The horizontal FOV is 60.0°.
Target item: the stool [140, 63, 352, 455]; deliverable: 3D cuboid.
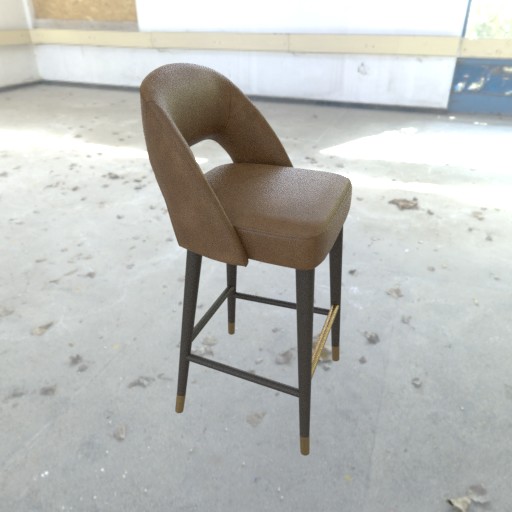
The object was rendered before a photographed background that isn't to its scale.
[{"bbox_3d":[0.000,0.000,1.323,0.509,1.037,0.494,11,32,18],"label":"stool"}]
